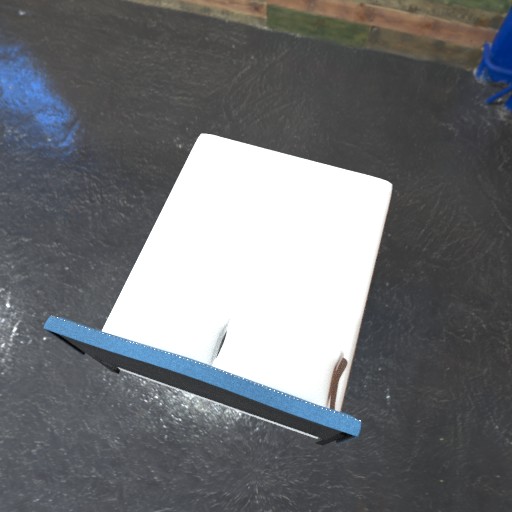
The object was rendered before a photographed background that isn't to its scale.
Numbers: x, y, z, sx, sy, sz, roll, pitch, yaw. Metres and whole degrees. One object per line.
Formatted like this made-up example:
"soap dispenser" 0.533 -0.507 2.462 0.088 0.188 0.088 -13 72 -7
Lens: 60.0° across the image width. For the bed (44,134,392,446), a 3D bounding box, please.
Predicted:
"bed" 0.000 0.000 2.898 1.610 1.169 1.872 17 65 8
